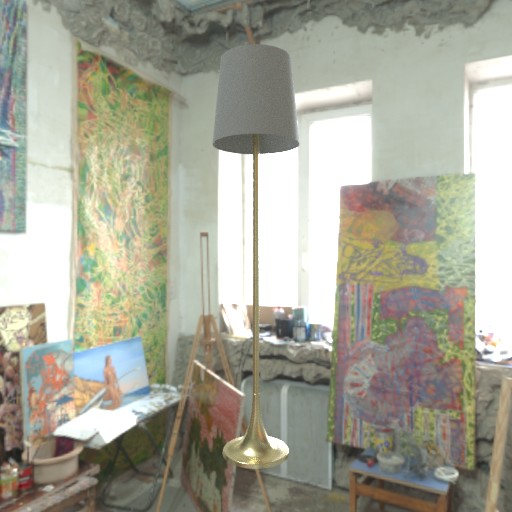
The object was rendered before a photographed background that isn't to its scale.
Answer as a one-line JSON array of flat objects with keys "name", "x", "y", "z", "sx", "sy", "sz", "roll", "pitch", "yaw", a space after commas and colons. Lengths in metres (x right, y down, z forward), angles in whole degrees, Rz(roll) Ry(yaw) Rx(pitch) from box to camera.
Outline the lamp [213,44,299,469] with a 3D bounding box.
[{"name": "lamp", "x": 0.000, "y": 0.000, "z": 1.733, "sx": 0.337, "sy": 1.543, "sz": 0.337, "roll": 0, "pitch": 1, "yaw": 0}]
